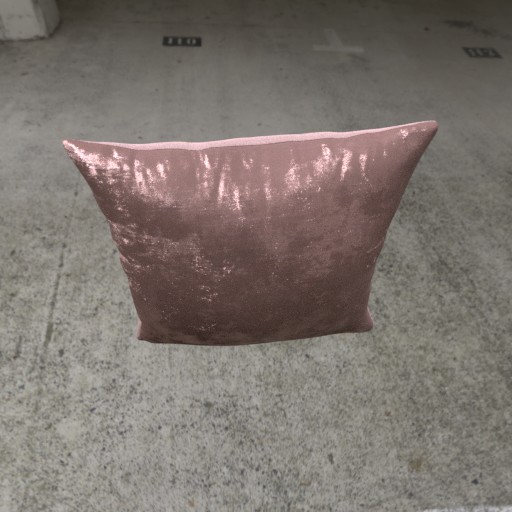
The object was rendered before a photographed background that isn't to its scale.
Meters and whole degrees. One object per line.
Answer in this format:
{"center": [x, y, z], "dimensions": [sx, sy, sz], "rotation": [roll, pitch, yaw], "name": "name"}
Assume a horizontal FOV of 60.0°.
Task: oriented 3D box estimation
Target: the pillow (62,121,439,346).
{"center": [0.000, 0.000, 0.714], "dimensions": [0.470, 0.464, 0.175], "rotation": [-4, 46, -3], "name": "pillow"}
